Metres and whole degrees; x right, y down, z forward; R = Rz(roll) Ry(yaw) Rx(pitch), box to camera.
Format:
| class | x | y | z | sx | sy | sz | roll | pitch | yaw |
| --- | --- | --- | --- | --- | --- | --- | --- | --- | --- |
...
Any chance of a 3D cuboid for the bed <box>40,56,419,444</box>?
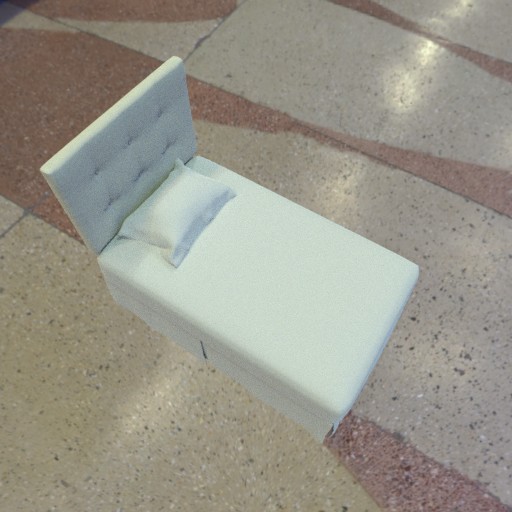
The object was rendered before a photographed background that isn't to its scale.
| class | x | y | z | sx | sy | sz | roll | pitch | yaw |
| --- | --- | --- | --- | --- | --- | --- | --- | --- | --- |
| bed | 0.000 | 0.000 | 2.935 | 1.997 | 1.571 | 1.261 | 29 | 63 | 16 |
